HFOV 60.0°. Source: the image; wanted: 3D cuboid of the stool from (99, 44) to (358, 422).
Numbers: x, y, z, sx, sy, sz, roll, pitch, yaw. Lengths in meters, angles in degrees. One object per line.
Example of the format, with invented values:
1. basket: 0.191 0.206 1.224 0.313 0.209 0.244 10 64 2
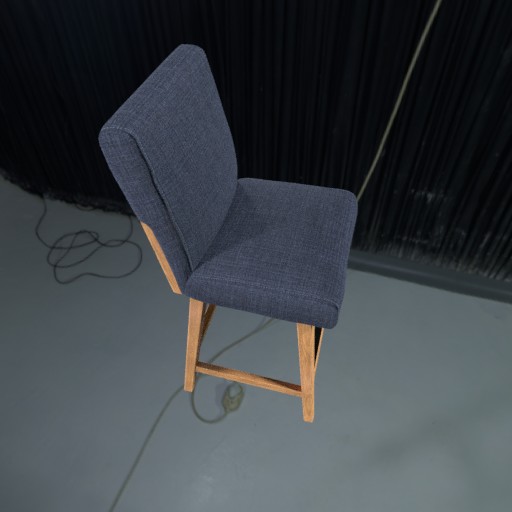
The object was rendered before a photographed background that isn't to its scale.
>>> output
1. stool: 0.000 0.000 1.295 0.526 1.010 0.459 11 48 10
